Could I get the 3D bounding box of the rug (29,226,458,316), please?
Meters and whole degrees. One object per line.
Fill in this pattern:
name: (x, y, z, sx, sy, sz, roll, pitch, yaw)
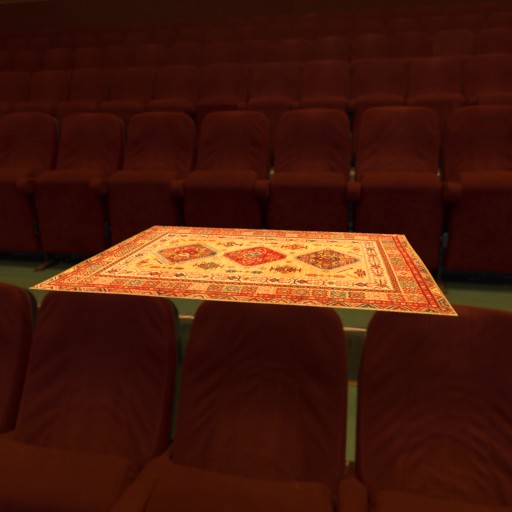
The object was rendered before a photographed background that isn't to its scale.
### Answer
rug: (0.000, 0.000, 4.253, 3.067, 0.005, 2.460, 3, 15, 10)
